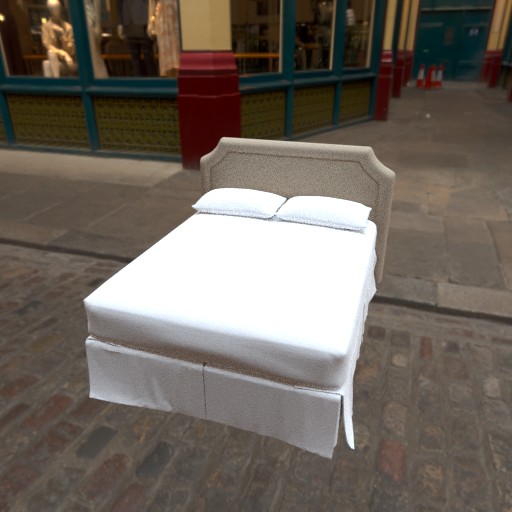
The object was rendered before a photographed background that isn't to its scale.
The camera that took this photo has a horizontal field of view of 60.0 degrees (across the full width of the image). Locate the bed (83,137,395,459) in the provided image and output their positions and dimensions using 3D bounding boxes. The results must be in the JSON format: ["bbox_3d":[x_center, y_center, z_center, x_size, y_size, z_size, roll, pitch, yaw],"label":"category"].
[{"bbox_3d":[0.000,0.000,3.334,1.828,1.301,2.204,8,27,17],"label":"bed"}]
